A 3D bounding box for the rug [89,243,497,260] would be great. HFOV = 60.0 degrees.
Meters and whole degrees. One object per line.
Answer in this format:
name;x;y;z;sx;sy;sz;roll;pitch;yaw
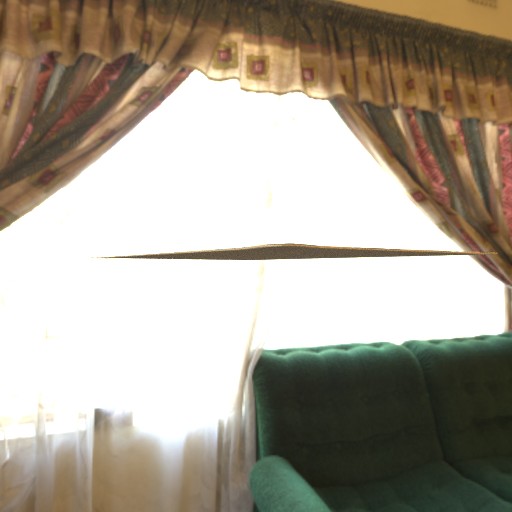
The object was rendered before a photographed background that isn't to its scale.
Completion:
rug;0.000;0.000;2.077;1.072;0.013;1.698;1;-2;-36
